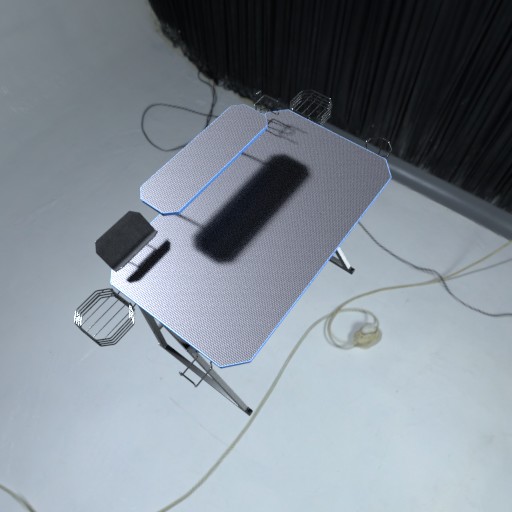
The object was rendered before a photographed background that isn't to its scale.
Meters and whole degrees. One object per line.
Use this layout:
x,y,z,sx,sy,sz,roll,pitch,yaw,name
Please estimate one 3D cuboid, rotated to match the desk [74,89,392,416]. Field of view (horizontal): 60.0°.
0.000,0.000,1.777,0.594,0.909,1.295,33,65,18,desk
